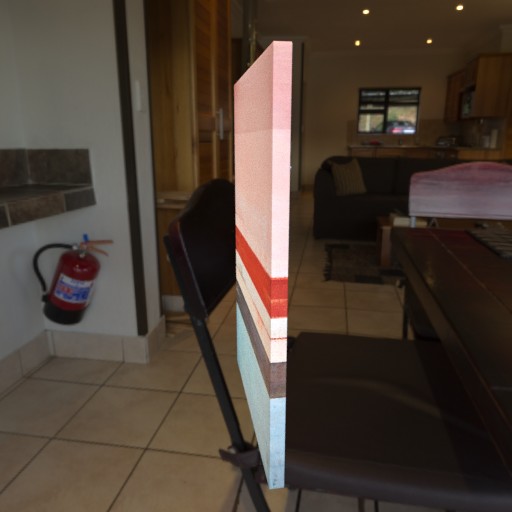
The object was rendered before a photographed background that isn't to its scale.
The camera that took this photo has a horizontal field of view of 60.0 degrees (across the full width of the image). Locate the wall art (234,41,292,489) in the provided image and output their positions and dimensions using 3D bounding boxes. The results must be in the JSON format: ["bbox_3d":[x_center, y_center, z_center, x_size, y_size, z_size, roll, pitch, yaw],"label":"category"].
[{"bbox_3d":[0.000,0.000,1.166,0.038,0.914,0.610,-2,15,-9],"label":"wall art"}]
